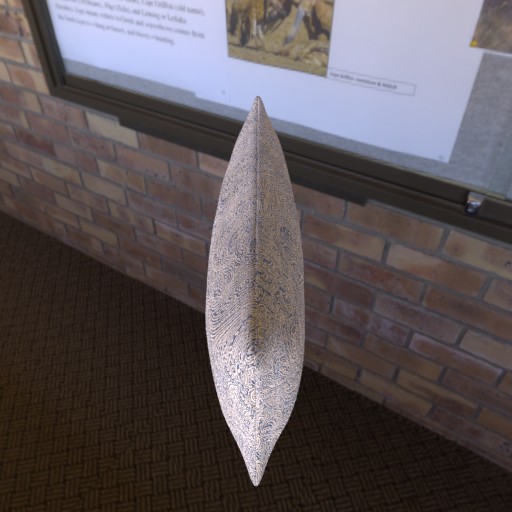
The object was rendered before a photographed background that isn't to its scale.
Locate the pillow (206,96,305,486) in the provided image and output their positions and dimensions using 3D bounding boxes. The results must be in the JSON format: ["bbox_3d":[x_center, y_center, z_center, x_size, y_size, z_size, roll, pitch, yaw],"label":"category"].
[{"bbox_3d":[0.000,0.000,0.726,0.151,0.295,0.615,0,41,0],"label":"pillow"}]
